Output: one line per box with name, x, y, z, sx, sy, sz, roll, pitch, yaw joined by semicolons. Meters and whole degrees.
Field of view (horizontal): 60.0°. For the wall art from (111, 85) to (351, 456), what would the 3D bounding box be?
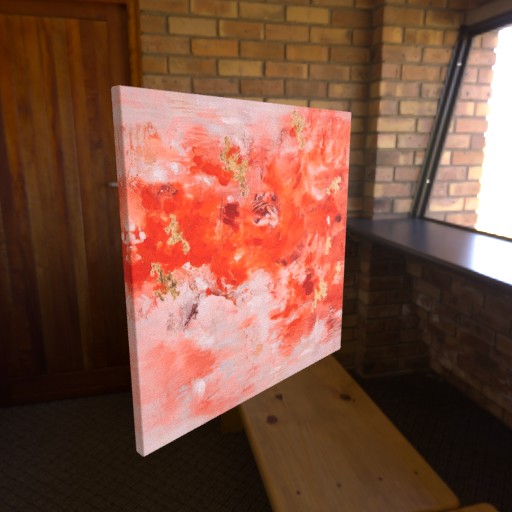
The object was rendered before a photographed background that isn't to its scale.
wall art;0.000;0.000;1.338;0.066;0.878;0.878;12;18;43
